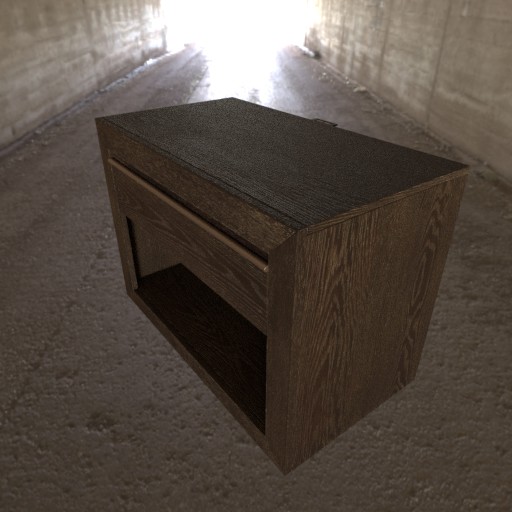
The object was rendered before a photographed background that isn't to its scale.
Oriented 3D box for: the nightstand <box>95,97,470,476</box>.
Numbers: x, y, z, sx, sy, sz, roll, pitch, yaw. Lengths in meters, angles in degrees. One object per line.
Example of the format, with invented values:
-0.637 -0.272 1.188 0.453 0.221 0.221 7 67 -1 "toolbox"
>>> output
0.000 0.000 1.136 0.457 0.612 0.775 -21 37 -31 "nightstand"
